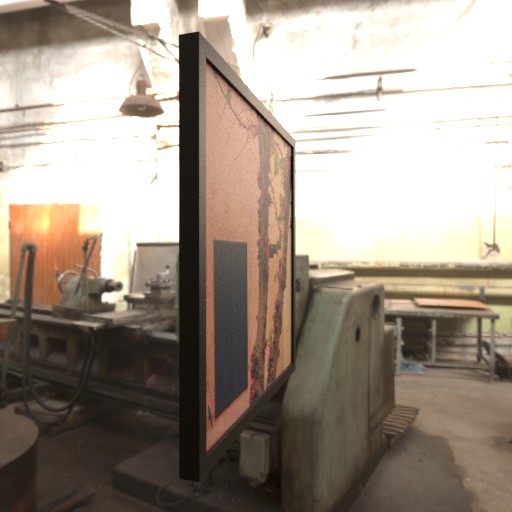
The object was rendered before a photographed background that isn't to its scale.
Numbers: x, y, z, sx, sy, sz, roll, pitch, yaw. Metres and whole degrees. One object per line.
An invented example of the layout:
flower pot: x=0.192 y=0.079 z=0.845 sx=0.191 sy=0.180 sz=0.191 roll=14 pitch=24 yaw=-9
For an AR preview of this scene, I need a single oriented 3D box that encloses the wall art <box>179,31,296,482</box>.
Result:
wall art: x=0.000 y=0.000 z=1.117 sx=0.038 sy=0.762 sz=0.762 roll=0 pitch=1 yaw=17
